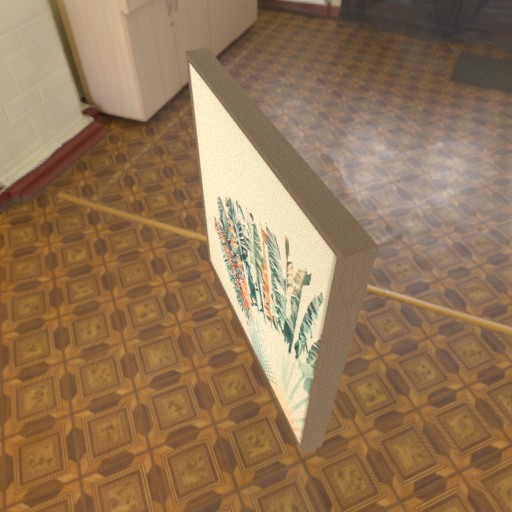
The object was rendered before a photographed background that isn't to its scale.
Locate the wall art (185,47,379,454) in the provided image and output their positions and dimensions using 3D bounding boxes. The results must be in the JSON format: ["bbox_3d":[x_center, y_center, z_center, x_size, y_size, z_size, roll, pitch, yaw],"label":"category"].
[{"bbox_3d":[0.000,0.000,0.761,0.038,0.506,0.508,-17,49,-16],"label":"wall art"}]
